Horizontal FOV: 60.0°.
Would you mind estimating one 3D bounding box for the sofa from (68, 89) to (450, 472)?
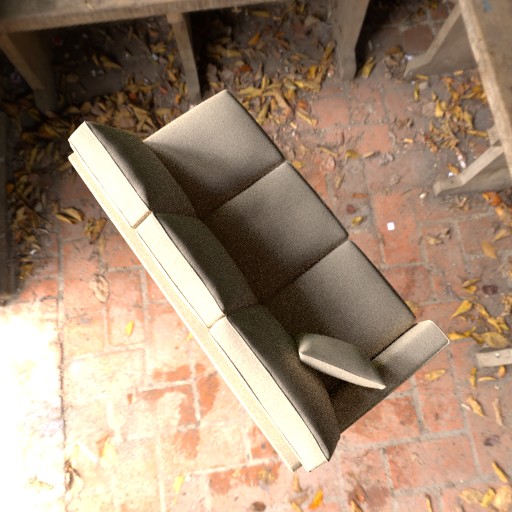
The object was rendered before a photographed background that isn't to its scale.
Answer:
[{"bbox_3d":[0.000,0.000,2.490,1.034,0.946,1.962,-36,79,-8],"label":"sofa"}]
